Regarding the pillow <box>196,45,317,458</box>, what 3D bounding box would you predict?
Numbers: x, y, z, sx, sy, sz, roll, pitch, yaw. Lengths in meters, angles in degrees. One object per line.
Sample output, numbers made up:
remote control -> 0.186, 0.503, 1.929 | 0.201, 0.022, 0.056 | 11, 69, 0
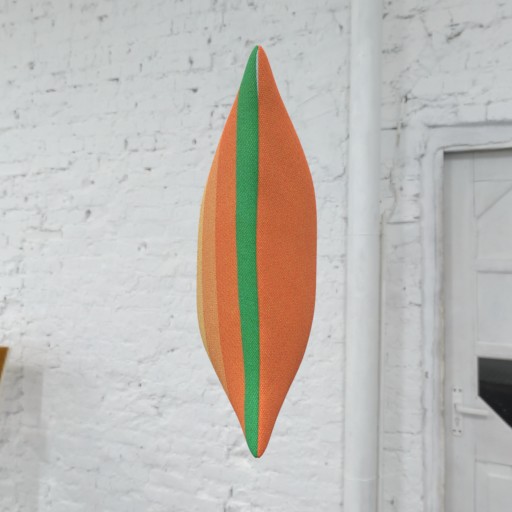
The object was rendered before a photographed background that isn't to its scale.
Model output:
pillow -> 0.000, 0.000, 0.697 | 0.169, 0.444, 0.453 | 0, -2, -1
